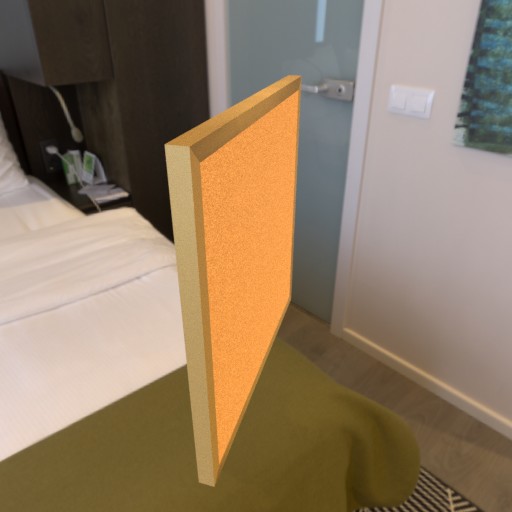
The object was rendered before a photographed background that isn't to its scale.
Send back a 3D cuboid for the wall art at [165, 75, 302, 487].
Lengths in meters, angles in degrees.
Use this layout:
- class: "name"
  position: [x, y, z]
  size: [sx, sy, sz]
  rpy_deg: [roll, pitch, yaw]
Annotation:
- class: "wall art"
  position: [0.000, 0.000, 1.122]
  size: [0.038, 0.762, 0.762]
  rpy_deg: [8, 30, 15]
